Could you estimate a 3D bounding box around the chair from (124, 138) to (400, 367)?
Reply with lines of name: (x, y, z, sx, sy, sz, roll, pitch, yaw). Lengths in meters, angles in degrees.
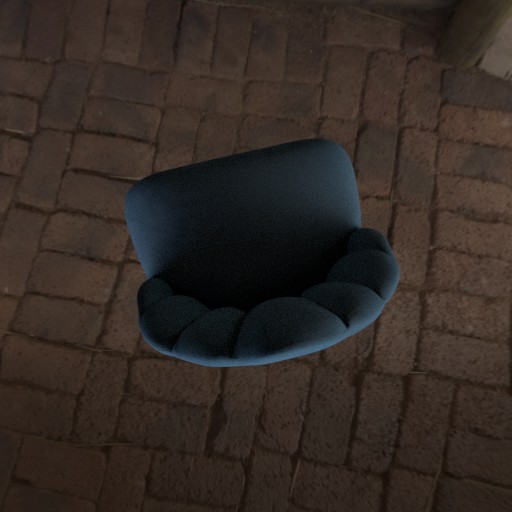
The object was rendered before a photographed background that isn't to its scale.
chair: (0.000, 0.000, 1.249, 0.657, 0.819, 0.599, -13, 76, -4)
